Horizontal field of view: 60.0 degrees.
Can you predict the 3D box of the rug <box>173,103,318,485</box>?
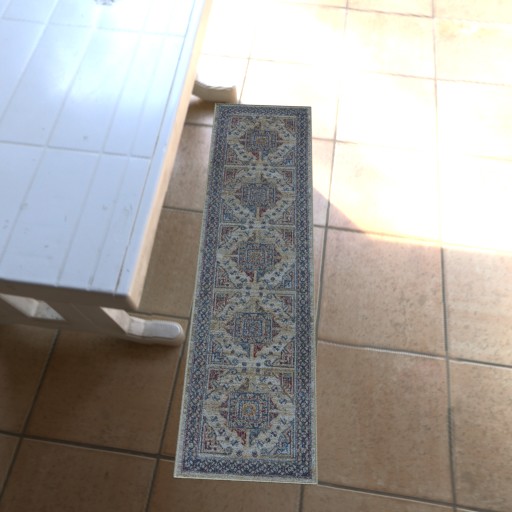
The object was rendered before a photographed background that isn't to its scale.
[{"bbox_3d":[0.000,0.000,2.530,0.661,0.013,2.297,2,64,1],"label":"rug"}]
